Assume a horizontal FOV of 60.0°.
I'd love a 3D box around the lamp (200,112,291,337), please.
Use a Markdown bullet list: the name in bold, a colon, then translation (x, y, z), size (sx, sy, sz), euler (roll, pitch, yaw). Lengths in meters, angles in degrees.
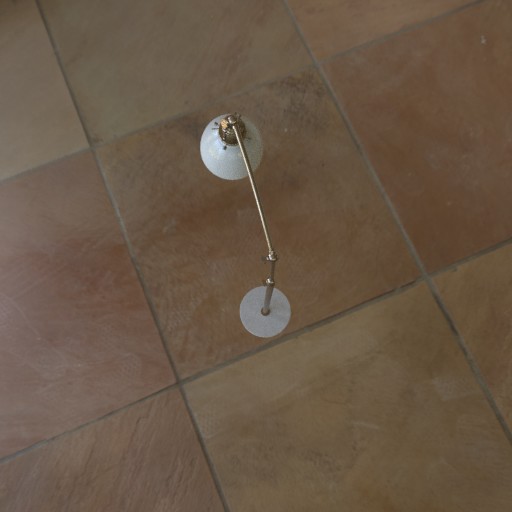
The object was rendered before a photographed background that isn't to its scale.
- **lamp**: translation (0.000, 0.000, 1.791), size (0.288, 1.586, 0.599), euler (-19, 78, -4)
